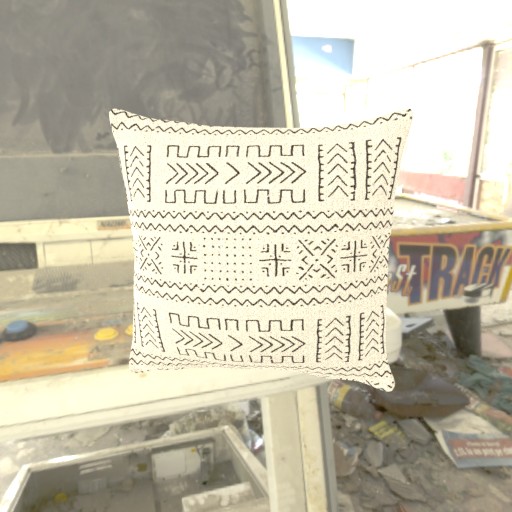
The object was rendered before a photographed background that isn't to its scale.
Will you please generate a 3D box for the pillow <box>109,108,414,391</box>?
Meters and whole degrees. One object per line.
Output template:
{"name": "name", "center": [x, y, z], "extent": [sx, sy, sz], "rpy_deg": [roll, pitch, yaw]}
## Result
{"name": "pillow", "center": [0.000, 0.000, 0.673], "extent": [0.438, 0.430, 0.164], "rpy_deg": [2, 14, 9]}
